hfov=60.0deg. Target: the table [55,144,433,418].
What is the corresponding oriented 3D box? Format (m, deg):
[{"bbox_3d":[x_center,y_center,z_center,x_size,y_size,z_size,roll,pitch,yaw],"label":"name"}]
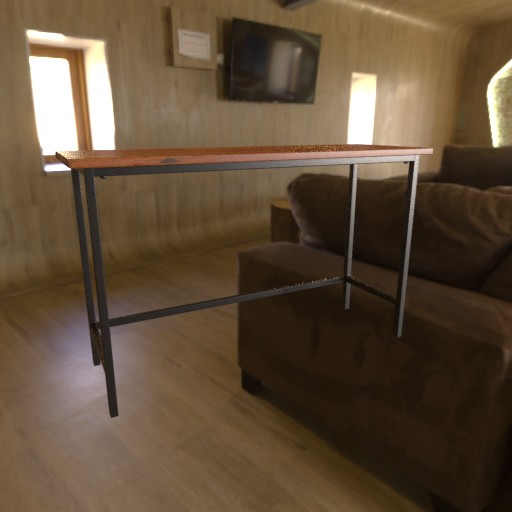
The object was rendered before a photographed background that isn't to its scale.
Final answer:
[{"bbox_3d":[0.000,0.000,1.580,1.204,0.740,0.408,-8,18,-26],"label":"table"}]
